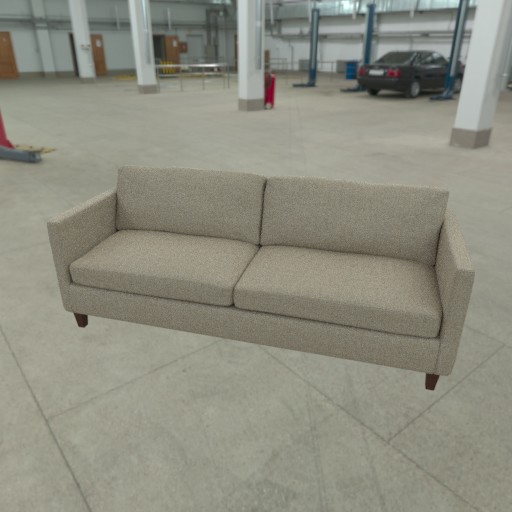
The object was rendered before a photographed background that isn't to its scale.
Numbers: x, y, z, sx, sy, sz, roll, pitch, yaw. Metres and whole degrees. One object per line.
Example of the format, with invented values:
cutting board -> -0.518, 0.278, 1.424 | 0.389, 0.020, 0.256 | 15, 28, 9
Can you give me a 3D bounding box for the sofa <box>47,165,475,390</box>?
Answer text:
sofa -> 0.000, 0.000, 2.886 | 2.434, 0.965, 0.951 | 7, 26, 14
